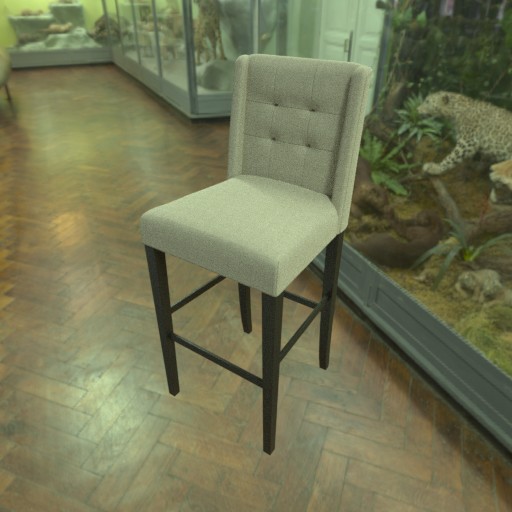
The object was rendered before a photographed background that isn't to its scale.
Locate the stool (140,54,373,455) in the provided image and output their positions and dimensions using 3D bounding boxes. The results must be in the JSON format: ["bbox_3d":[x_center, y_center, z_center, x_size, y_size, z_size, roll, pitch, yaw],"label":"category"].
[{"bbox_3d":[0.000,0.000,1.416,0.474,1.116,0.509,20,37,29],"label":"stool"}]
